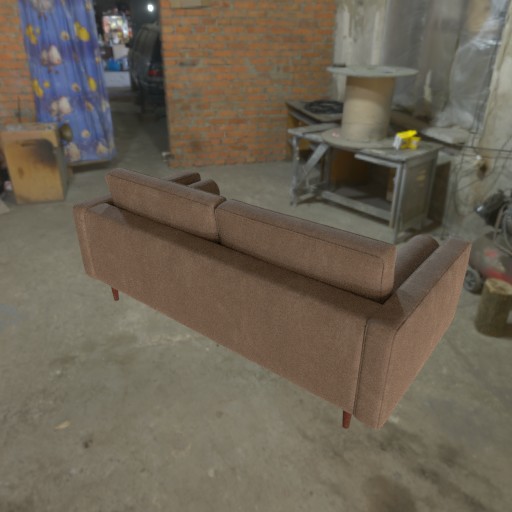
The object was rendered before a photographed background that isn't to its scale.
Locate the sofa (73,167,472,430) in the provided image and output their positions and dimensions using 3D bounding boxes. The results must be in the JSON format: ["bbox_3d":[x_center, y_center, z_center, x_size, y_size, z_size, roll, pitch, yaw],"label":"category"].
[{"bbox_3d":[0.000,0.000,2.303,1.883,0.769,0.920,20,33,33],"label":"sofa"}]
